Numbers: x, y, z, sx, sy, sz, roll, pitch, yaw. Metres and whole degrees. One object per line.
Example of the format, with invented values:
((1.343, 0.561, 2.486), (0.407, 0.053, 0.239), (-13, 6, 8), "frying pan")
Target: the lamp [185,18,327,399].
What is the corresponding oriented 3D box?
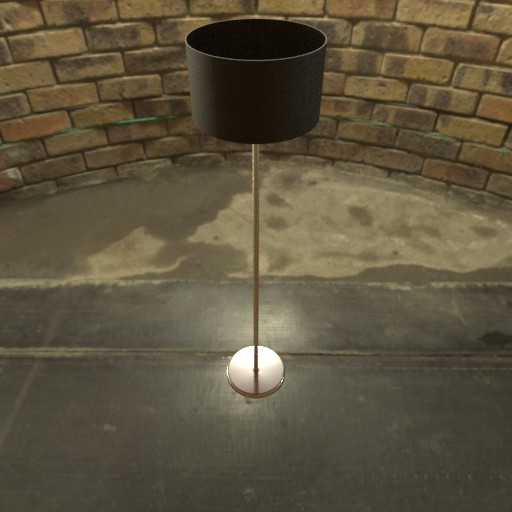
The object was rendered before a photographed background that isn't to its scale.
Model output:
((0.000, 0.000, 1.571), (0.348, 1.443, 0.348), (-27, 48, -27), "lamp")
